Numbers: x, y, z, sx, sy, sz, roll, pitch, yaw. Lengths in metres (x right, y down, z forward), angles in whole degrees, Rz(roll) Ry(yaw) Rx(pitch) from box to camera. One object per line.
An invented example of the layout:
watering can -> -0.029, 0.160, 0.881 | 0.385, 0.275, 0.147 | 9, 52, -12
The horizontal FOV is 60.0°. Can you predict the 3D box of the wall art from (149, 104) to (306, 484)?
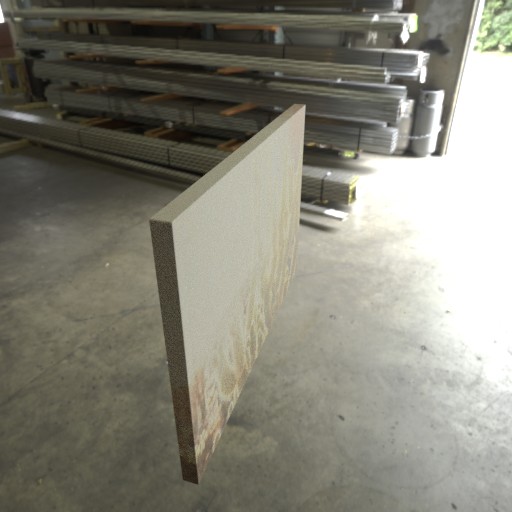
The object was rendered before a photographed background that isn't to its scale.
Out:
wall art -> 0.000, 0.000, 1.168 | 0.040, 0.608, 0.916 | 9, 31, 15
